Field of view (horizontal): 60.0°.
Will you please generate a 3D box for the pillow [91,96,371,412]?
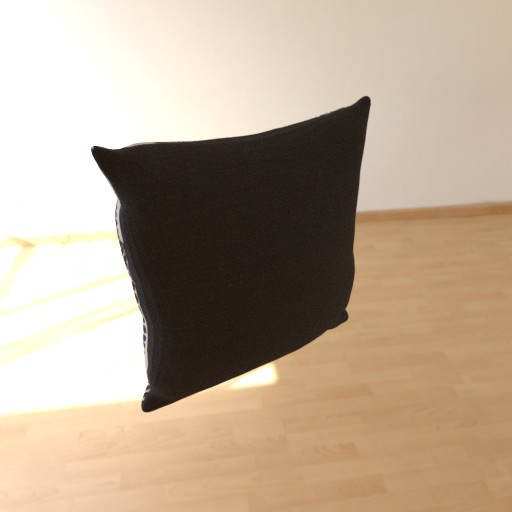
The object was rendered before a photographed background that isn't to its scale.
[{"bbox_3d":[0.000,0.000,0.699,0.440,0.441,0.182,-19,36,-28],"label":"pillow"}]
